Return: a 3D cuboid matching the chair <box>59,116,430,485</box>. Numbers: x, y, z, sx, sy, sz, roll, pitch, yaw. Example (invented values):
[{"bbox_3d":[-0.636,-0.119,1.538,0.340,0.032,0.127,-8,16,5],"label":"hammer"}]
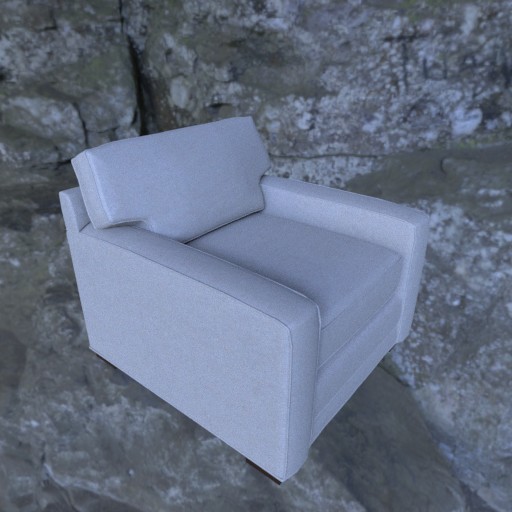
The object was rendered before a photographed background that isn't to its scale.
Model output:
[{"bbox_3d":[0.000,0.000,1.770,1.043,0.913,0.998,20,33,34],"label":"chair"}]
